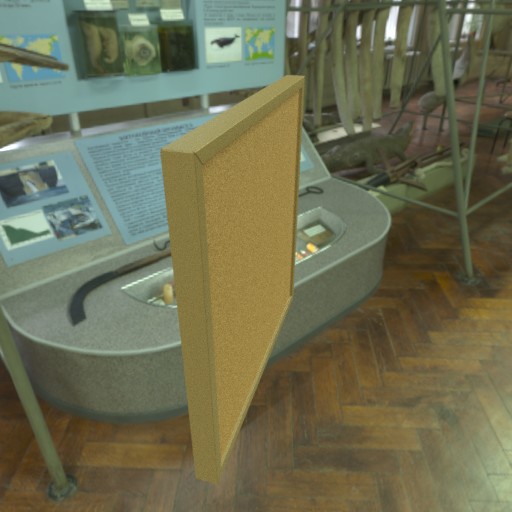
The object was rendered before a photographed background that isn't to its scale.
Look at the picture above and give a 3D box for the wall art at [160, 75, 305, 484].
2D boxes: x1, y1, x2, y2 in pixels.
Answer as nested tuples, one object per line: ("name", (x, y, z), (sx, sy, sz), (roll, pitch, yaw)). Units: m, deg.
("wall art", (0.000, 0.000, 0.755), (0.036, 0.509, 0.509), (9, 31, 15))
